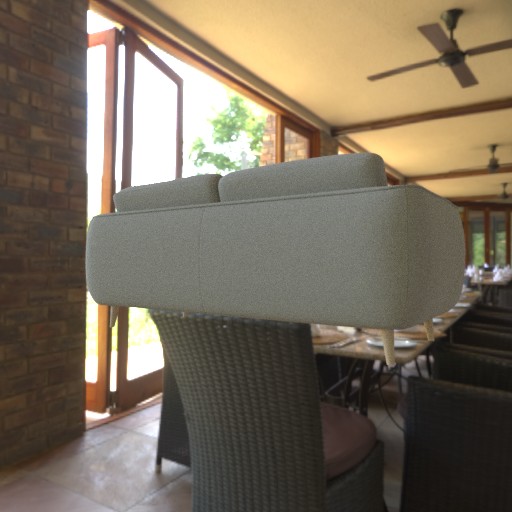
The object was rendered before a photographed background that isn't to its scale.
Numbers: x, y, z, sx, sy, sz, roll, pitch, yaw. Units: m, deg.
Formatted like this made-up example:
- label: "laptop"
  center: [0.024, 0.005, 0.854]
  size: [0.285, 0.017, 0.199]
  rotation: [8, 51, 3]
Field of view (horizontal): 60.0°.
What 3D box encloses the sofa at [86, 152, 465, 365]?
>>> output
- label: "sofa"
  center: [0.000, 0.000, 2.445]
  size: [2.000, 0.850, 0.920]
  rotation: [0, -1, 35]
